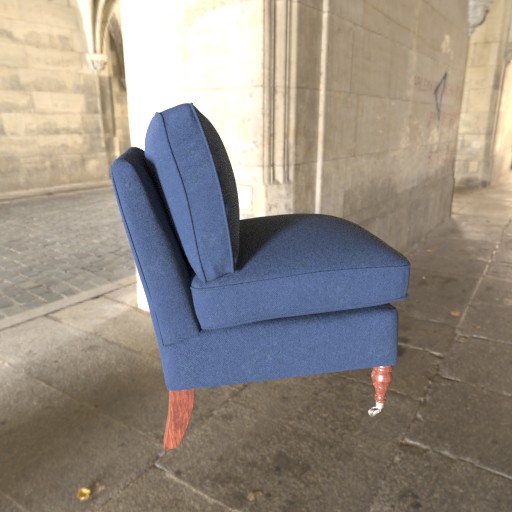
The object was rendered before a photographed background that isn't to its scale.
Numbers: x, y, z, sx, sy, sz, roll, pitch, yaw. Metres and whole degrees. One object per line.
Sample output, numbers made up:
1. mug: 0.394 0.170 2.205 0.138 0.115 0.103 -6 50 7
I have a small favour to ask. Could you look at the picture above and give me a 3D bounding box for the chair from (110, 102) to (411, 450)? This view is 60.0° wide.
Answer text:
1. chair: 0.000 0.000 1.645 0.912 1.052 0.724 -3 17 -11
